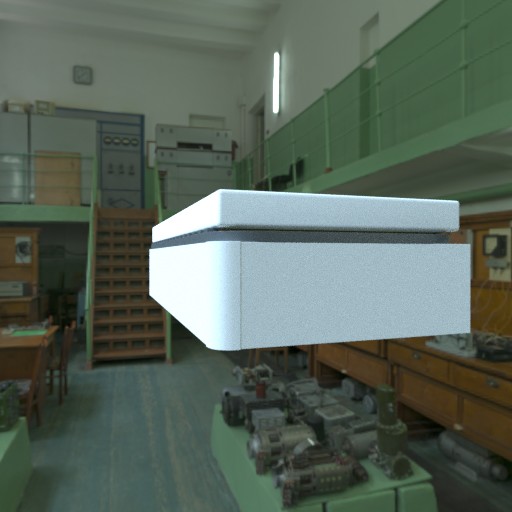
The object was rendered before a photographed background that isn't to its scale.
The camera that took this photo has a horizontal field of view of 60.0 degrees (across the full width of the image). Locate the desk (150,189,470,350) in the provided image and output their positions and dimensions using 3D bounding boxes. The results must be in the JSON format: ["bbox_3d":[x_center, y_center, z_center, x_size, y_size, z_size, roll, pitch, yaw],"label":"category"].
[{"bbox_3d":[0.000,0.000,2.265,0.900,0.526,1.900,0,0,-19],"label":"desk"}]
